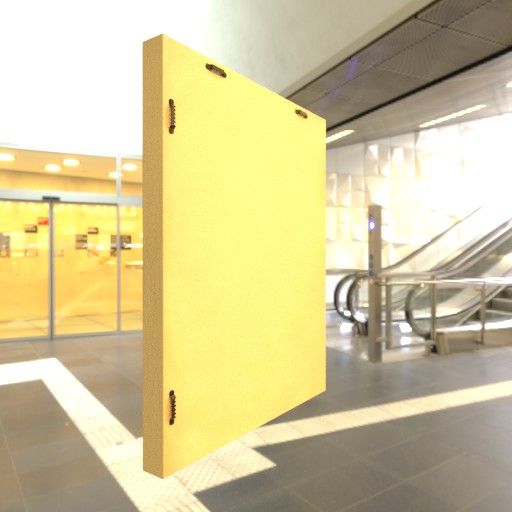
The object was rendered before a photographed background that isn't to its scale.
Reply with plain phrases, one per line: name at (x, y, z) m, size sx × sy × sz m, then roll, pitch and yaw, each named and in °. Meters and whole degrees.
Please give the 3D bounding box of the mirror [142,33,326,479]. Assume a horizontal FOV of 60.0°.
mirror at (0.000, 0.000, 0.678) m, size 0.041 × 0.509 × 0.406 m, roll 0°, pitch 0°, yaw 36°
